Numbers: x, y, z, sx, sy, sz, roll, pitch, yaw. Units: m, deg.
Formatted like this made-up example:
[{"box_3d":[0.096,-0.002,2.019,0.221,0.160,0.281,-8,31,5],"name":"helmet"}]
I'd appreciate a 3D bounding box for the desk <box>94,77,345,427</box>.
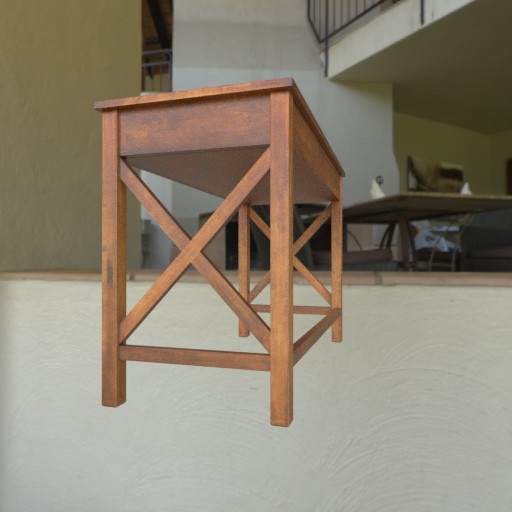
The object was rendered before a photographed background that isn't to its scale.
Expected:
[{"box_3d":[0.000,0.000,1.559,0.508,0.762,1.117,0,0,17],"name":"desk"}]
